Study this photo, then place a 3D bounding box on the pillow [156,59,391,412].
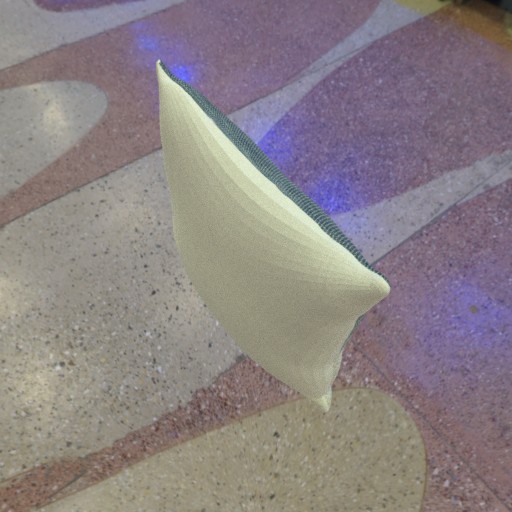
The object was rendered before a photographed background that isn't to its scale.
[{"bbox_3d":[0.000,0.000,0.676,0.182,0.441,0.440,-32,64,-18],"label":"pillow"}]
